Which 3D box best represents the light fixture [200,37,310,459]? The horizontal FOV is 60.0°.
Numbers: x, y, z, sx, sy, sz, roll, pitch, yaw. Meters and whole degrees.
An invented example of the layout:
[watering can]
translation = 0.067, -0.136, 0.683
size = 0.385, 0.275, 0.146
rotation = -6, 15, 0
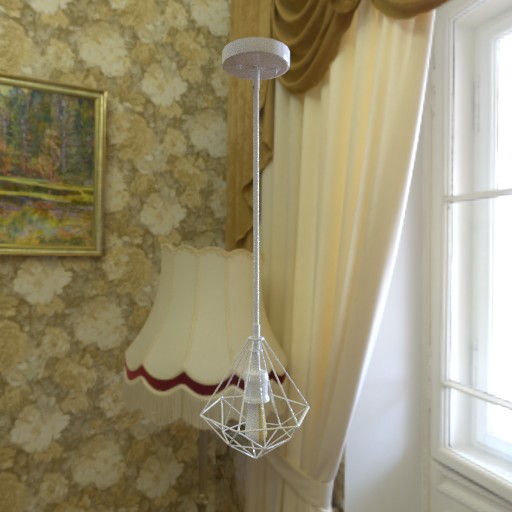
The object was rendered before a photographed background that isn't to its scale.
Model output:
[light fixture]
translation = 0.000, 0.000, 1.930
size = 0.431, 1.764, 0.487
rotation = 0, 0, 17
